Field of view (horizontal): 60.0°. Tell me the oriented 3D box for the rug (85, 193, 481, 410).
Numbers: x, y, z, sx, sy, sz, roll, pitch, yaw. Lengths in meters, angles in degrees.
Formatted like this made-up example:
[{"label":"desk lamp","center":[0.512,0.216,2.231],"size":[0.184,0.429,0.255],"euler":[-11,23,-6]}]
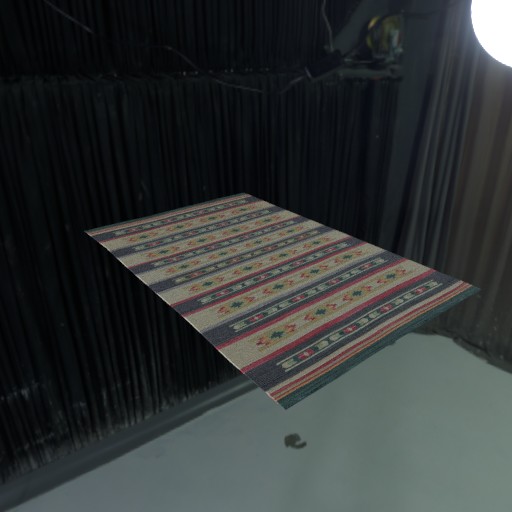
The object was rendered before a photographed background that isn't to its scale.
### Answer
[{"label":"rug","center":[0.000,0.000,2.975],"size":[1.522,0.010,2.311],"euler":[-19,32,-34]}]
